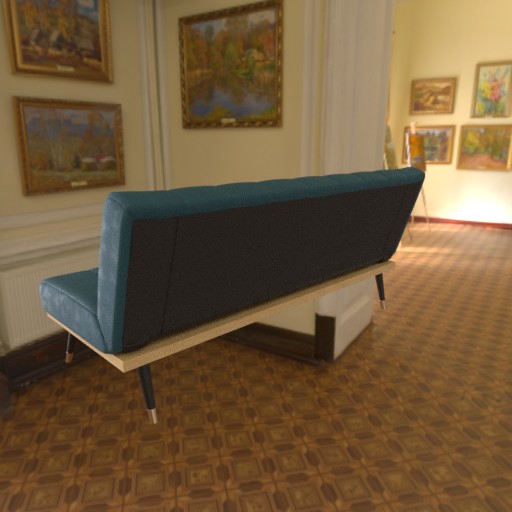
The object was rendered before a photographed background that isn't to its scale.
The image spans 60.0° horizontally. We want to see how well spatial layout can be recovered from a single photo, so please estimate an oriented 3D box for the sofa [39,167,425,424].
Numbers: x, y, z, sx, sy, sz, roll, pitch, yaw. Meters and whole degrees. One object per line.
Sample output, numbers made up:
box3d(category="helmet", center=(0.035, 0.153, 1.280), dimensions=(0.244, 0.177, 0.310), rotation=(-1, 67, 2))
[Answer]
box3d(category="sofa", center=(0.000, 0.000, 2.196), dimensions=(1.810, 0.825, 0.830), rotation=(-14, 20, -42))
